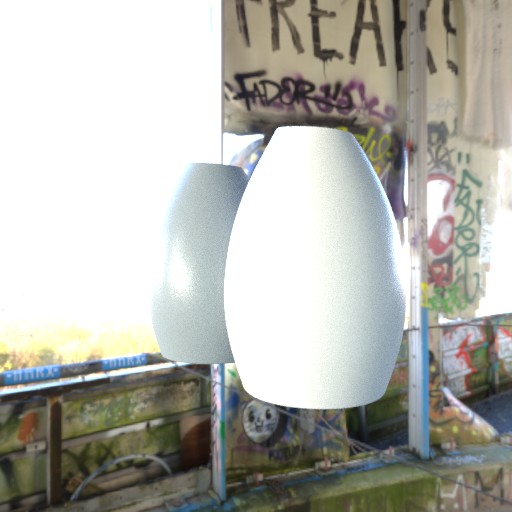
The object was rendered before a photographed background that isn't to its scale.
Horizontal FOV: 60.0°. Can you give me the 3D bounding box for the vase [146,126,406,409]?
[{"bbox_3d":[0.000,0.000,0.263,0.089,0.131,0.187,0,0,-36],"label":"vase"}]
